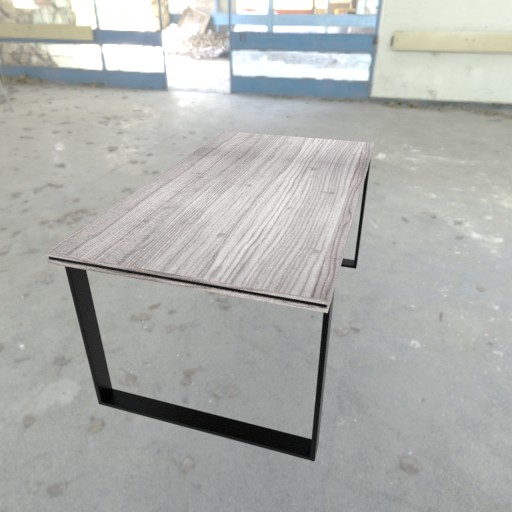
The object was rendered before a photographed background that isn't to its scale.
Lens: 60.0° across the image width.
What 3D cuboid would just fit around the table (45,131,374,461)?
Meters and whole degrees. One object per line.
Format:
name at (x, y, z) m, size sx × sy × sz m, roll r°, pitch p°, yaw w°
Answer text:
table at (0.000, 0.000, 2.096) m, size 0.881 × 0.736 × 1.579 m, roll 9°, pitch 31°, yaw 15°
